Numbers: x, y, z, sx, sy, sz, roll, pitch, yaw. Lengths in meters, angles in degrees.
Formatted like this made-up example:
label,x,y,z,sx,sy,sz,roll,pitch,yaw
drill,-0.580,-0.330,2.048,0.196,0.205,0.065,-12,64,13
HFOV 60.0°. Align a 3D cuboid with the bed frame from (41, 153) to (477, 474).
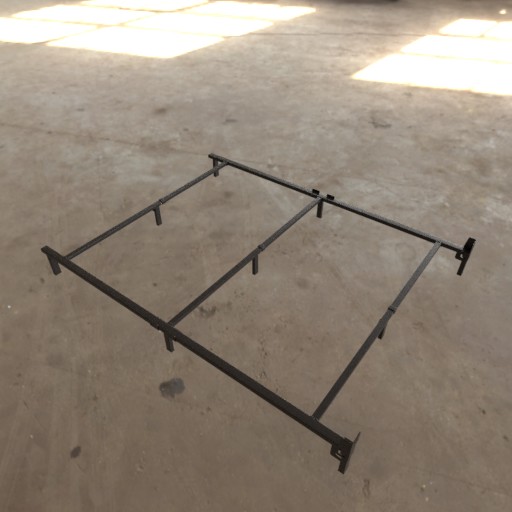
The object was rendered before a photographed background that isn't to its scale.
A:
label,x,y,z,sx,sy,sz,roll,pitch,yaw
bed frame,0.000,0.000,2.578,1.990,0.248,1.498,26,46,27
